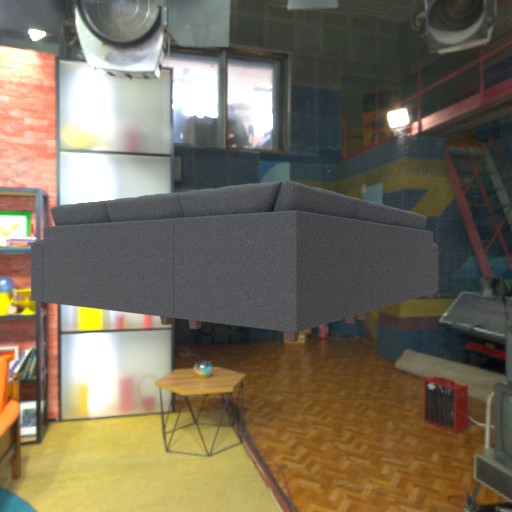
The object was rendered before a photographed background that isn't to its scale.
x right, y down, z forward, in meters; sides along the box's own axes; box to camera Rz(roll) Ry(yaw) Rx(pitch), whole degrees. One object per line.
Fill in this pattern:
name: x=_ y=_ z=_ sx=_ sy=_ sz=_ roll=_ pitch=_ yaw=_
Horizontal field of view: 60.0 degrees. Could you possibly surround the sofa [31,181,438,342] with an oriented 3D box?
sofa: x=0.000 y=0.000 z=4.674 sx=2.895 sy=0.965 sz=3.277 roll=0 pitch=1 yaw=35
